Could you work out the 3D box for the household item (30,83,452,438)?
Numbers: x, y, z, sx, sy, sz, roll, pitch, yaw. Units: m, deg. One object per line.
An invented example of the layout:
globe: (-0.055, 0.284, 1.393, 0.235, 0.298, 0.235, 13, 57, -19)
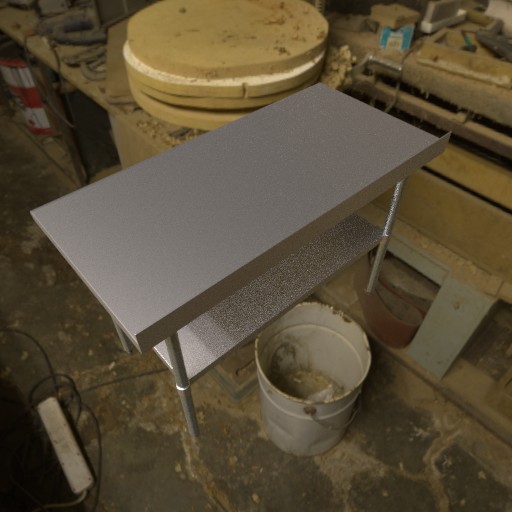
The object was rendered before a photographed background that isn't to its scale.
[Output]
household item: (0.000, 0.000, 1.682, 1.219, 0.851, 0.610, -33, 55, -27)
